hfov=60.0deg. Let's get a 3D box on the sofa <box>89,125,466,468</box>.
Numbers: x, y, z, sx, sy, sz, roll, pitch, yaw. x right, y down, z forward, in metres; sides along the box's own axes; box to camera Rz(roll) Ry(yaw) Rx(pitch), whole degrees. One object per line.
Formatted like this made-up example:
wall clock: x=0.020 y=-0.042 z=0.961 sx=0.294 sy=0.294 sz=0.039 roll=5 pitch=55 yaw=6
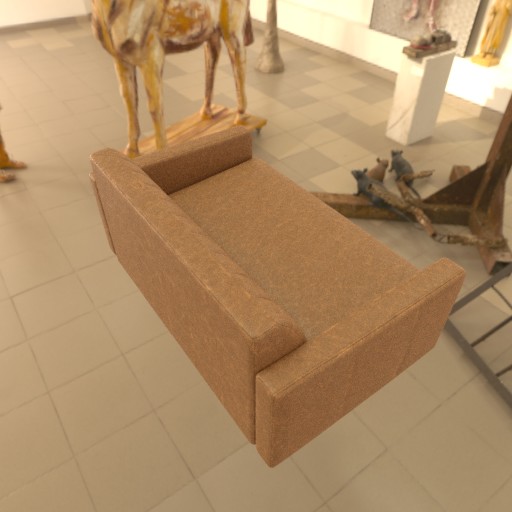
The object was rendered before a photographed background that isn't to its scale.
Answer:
sofa: x=0.000 y=0.000 z=2.094 sx=0.960 sy=0.820 sz=1.549 roll=-26 pitch=48 yaw=-26
